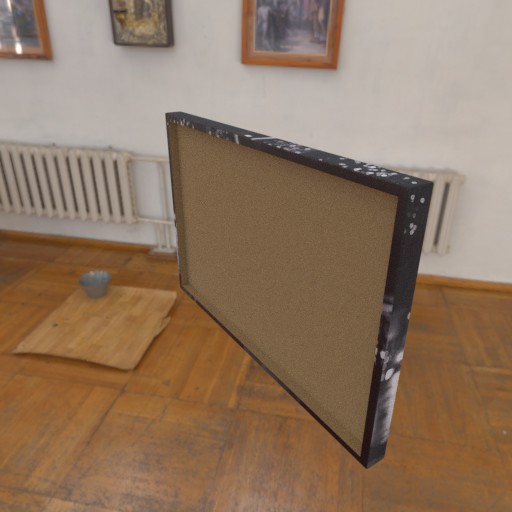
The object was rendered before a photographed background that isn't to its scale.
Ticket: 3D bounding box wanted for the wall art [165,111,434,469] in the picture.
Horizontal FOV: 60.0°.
[{"bbox_3d":[0.000,0.000,0.763,0.037,0.406,0.609,-16,30,-30],"label":"wall art"}]
